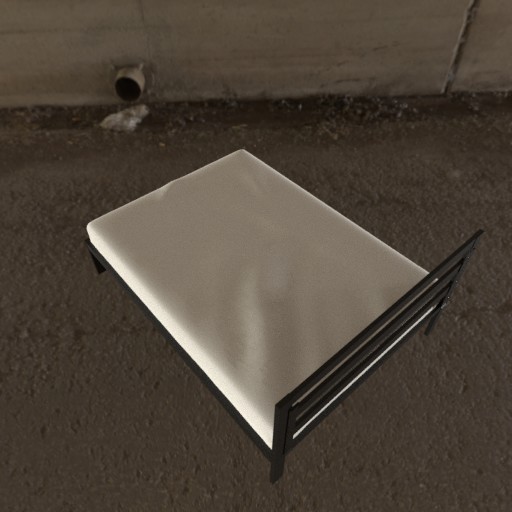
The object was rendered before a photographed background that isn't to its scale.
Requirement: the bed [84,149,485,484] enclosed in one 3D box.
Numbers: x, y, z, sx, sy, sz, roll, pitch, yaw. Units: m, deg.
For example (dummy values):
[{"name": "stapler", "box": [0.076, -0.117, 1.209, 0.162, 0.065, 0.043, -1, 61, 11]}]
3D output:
[{"name": "bed", "box": [0.000, 0.000, 2.943, 1.524, 0.967, 2.062, -33, 55, -27]}]
